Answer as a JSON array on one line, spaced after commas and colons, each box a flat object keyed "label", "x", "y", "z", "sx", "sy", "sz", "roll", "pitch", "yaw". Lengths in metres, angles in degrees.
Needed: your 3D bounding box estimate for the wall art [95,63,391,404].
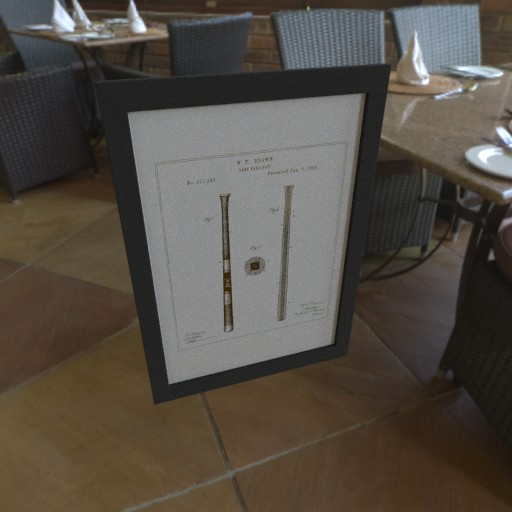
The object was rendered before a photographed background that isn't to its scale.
[{"label": "wall art", "x": 0.000, "y": 0.000, "z": 0.680, "sx": 0.374, "sy": 0.529, "sz": 0.012, "roll": -10, "pitch": 34, "yaw": -16}]
